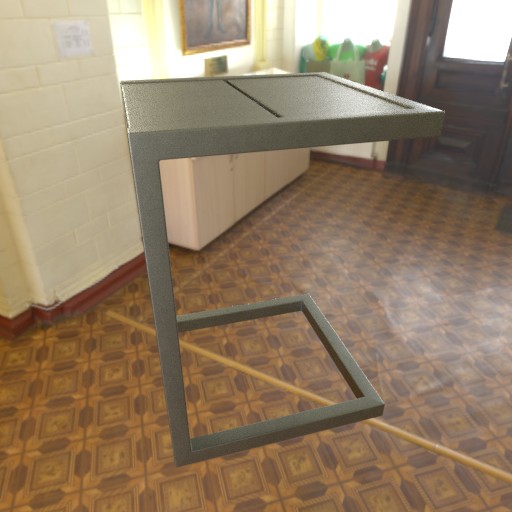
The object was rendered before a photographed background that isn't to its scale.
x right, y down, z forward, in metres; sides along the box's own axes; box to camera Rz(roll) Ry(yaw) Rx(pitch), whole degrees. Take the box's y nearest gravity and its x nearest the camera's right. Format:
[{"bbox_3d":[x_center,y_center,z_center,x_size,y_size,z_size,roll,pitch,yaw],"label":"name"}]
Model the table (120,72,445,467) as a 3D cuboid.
[{"bbox_3d":[0.000,0.000,0.872,0.420,0.609,0.405,-8,31,-14],"label":"table"}]
